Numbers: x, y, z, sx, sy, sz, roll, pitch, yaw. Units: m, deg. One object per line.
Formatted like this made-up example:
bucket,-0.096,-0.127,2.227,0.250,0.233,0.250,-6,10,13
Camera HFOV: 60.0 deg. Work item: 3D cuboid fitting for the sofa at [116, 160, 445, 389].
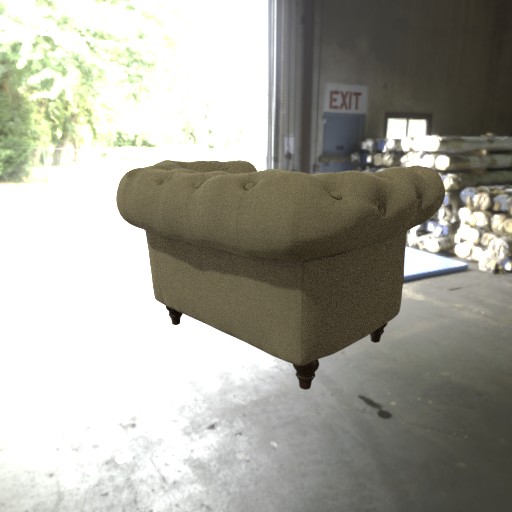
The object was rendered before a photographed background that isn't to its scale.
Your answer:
sofa,0.000,0.000,2.130,1.034,0.878,1.405,-14,20,-43
